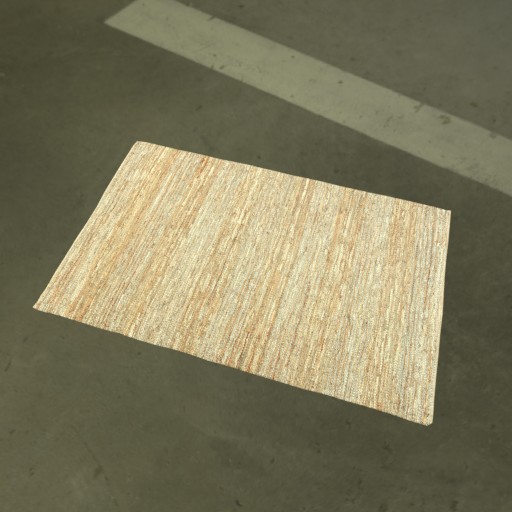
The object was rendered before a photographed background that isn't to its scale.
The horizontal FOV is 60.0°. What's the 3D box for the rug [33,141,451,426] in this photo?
[{"bbox_3d":[0.000,0.000,2.954,2.446,0.009,1.529,14,60,9],"label":"rug"}]
